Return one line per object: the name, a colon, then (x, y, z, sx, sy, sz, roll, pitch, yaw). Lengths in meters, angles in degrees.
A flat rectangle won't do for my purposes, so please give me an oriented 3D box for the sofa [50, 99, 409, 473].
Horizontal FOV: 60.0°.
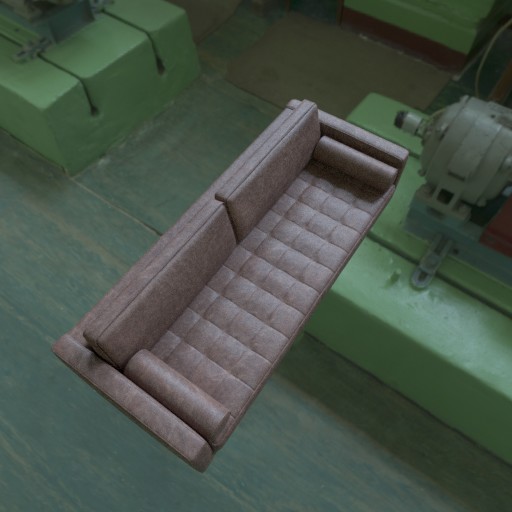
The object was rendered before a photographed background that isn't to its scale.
sofa: (0.000, 0.000, 2.620, 0.914, 0.762, 2.210, 31, 63, 17)
